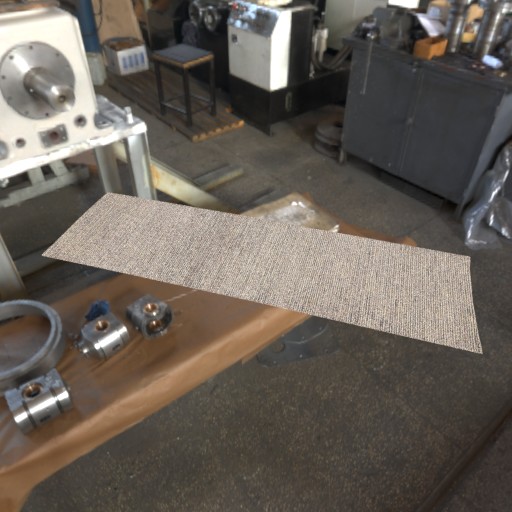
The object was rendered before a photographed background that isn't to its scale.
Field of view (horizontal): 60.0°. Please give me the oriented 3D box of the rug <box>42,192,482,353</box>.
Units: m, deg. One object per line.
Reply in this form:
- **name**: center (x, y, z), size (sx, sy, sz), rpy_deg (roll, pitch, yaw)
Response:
- **rug**: center (0.000, 0.000, 2.500), size (2.335, 0.013, 0.697), rpy_deg (11, 42, 13)
